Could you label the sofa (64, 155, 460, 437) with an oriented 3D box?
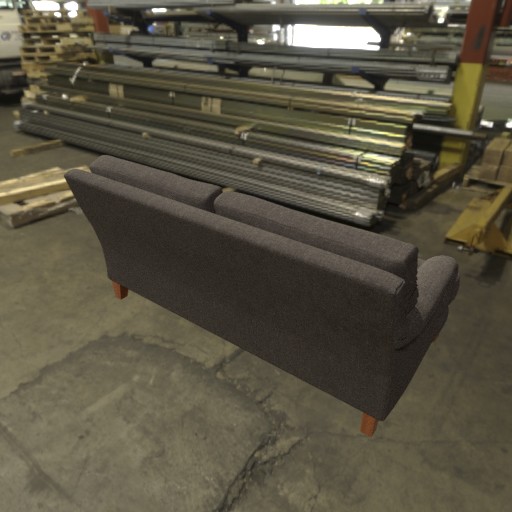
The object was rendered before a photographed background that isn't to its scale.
[{"bbox_3d":[0.000,0.000,2.699,2.160,1.054,1.087,21,36,32],"label":"sofa"}]
